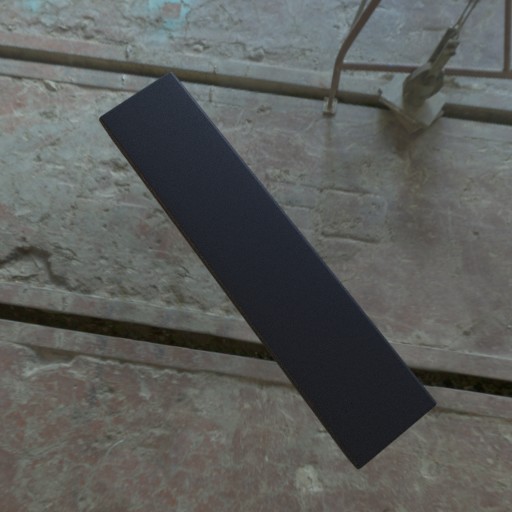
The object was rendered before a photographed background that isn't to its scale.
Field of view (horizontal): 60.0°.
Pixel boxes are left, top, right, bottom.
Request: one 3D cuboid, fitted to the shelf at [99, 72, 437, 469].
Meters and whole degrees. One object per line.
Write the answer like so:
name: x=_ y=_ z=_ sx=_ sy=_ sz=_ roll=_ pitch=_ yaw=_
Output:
shelf: x=0.000 y=0.000 z=0.487 sx=0.102 sy=0.053 sz=0.456 roll=-36 pitch=80 yaw=-7
